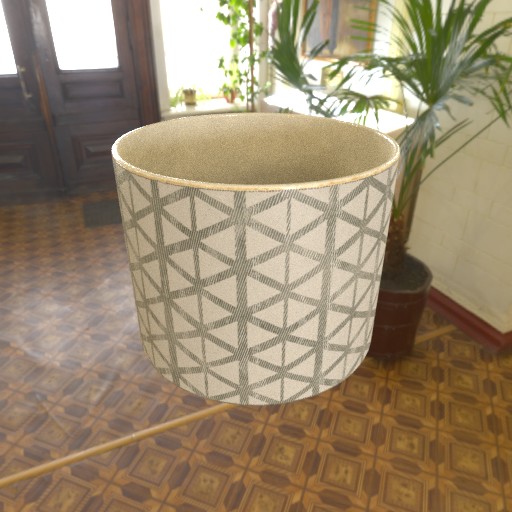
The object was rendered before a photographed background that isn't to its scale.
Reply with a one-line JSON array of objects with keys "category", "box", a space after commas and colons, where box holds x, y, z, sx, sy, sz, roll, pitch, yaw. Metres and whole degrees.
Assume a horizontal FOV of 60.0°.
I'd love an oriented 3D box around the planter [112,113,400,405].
[{"category": "planter", "box": [0.000, 0.000, 0.455, 0.250, 0.239, 0.250, 0, 29, 0]}]
